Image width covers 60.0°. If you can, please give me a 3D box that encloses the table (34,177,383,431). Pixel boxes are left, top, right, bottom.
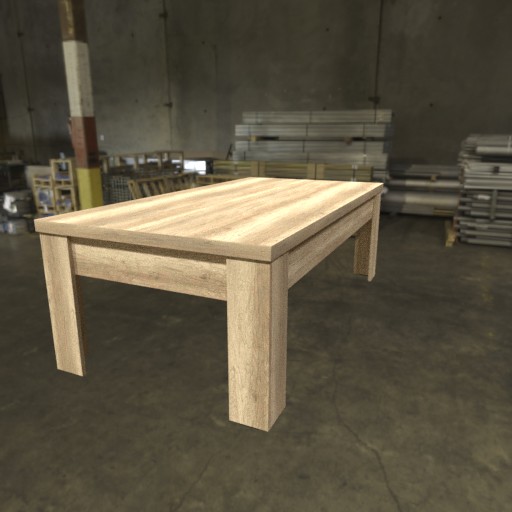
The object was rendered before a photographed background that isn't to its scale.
[{"bbox_3d":[0.000,0.000,1.710,0.700,0.460,1.350,7,17,24],"label":"table"}]
